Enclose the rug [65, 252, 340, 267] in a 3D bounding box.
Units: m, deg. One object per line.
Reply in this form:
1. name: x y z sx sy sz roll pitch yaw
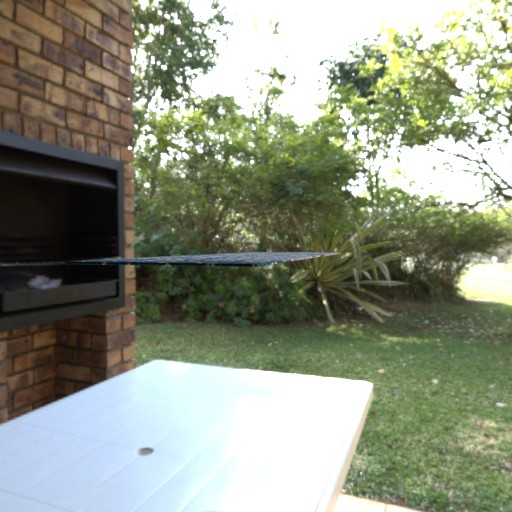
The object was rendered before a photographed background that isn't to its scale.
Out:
1. rug: 0.000 0.000 2.706 0.750 0.011 2.435 0 1 17
